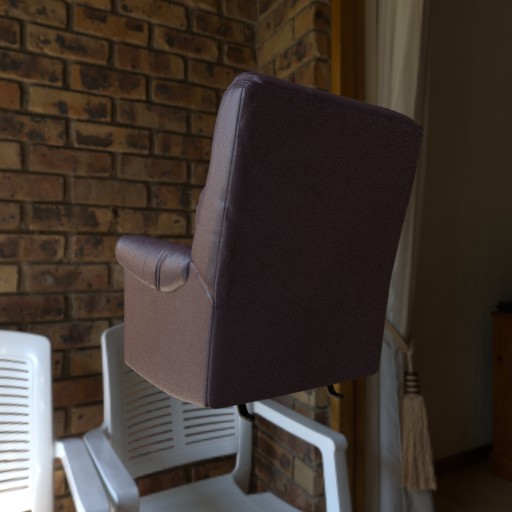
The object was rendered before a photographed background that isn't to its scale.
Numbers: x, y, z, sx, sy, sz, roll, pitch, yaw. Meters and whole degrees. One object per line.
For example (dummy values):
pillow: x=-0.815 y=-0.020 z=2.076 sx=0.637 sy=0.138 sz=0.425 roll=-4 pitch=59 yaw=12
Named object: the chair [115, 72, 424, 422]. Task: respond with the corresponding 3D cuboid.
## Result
chair: x=0.000 y=0.000 z=1.736 sx=0.838 sy=1.054 sz=1.014 roll=0 pitch=0 yaw=-34
